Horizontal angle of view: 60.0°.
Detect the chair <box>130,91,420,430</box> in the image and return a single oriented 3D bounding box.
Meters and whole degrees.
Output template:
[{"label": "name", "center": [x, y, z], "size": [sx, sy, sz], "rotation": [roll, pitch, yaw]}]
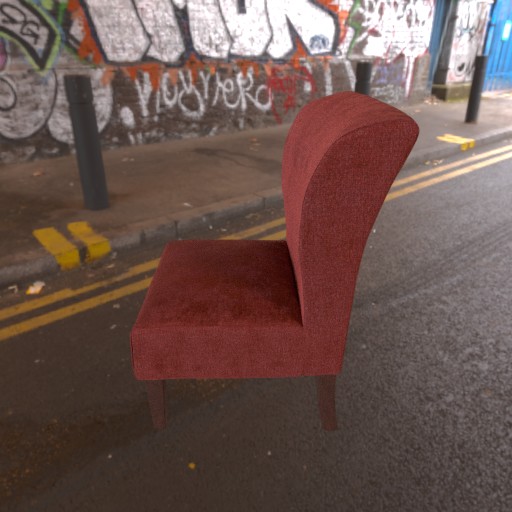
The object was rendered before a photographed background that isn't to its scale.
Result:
[{"label": "chair", "center": [0.000, 0.000, 1.263], "size": [0.640, 0.846, 0.538], "rotation": [0, 26, 0]}]
